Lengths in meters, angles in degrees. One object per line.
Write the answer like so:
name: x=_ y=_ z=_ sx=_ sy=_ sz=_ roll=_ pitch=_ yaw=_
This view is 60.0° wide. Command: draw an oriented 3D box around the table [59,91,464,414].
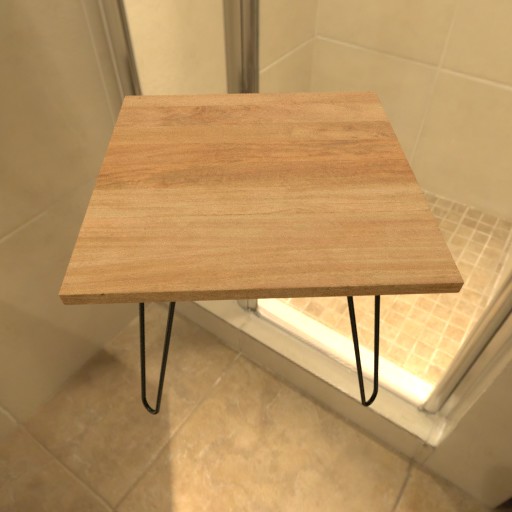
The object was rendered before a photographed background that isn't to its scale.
table: x=0.000 y=0.000 z=1.037 sx=0.599 sy=0.500 sz=0.599 roll=-2 pitch=47 yaw=-2
